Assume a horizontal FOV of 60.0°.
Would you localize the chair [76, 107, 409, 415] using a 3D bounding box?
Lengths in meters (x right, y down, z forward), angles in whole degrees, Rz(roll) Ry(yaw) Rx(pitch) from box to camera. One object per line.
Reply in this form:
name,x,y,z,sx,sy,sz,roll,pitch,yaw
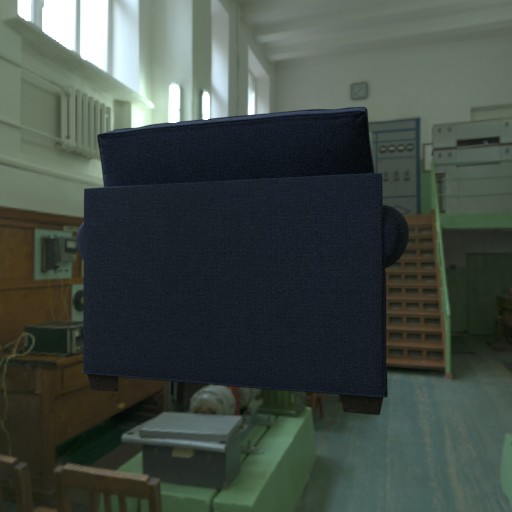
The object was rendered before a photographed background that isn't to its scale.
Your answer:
chair,0.000,0.000,2.015,1.285,1.044,0.963,0,-1,16
